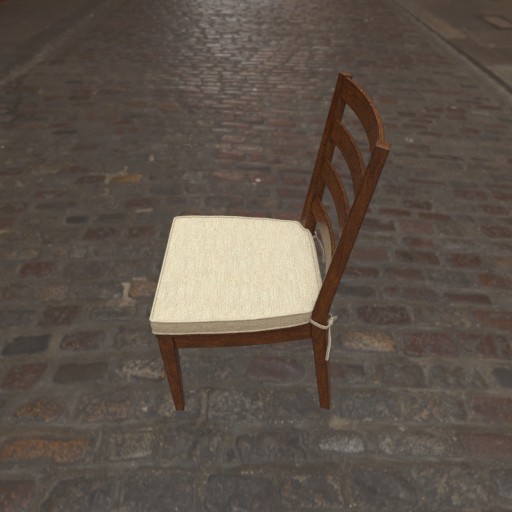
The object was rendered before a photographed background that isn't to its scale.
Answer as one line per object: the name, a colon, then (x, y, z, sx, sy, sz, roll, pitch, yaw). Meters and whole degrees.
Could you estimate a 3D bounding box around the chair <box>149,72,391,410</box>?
chair: (0.000, 0.000, 1.407, 0.595, 0.979, 0.593, 0, 39, 0)
